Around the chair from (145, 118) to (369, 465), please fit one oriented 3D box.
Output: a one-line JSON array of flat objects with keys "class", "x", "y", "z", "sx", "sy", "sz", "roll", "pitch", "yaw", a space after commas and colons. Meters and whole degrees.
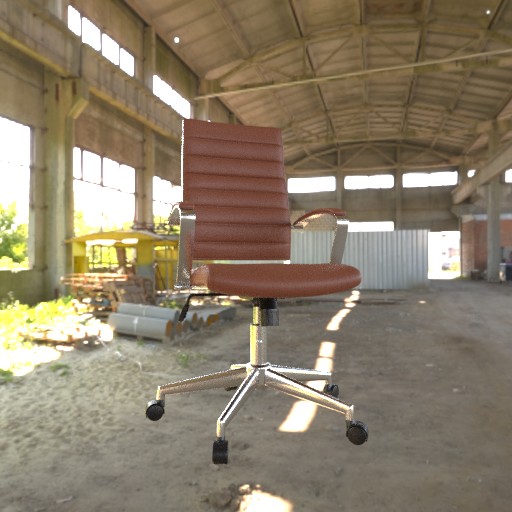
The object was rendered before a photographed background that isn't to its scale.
[{"class": "chair", "x": 0.000, "y": 0.000, "z": 1.605, "sx": 0.766, "sy": 1.149, "sz": 0.739, "roll": 0, "pitch": -1, "yaw": -18}]
